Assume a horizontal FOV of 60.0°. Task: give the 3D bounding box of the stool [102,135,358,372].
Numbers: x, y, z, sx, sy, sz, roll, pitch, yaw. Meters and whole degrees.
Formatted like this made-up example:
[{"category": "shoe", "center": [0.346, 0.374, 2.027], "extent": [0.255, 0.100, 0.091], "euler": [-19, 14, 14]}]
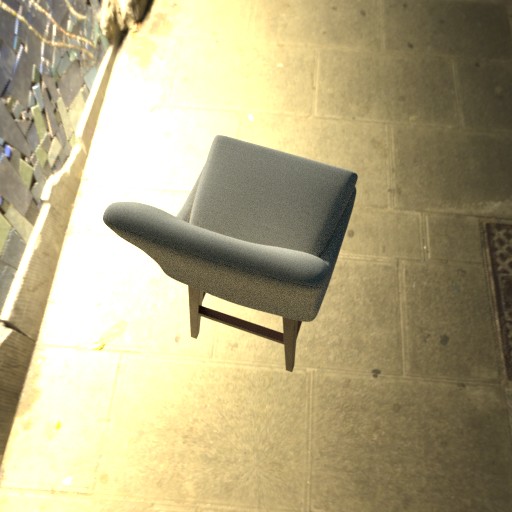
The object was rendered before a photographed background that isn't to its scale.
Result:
[{"category": "stool", "center": [0.000, 0.000, 1.388], "extent": [0.483, 1.093, 0.559], "euler": [17, 66, 8]}]
